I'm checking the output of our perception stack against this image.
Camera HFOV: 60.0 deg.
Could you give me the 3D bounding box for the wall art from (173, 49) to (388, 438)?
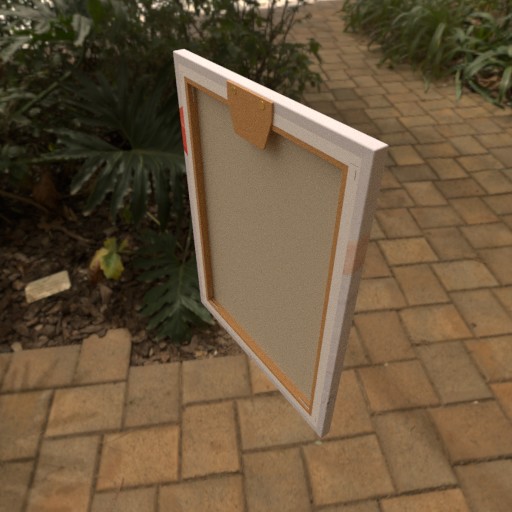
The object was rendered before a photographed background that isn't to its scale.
[{"bbox_3d":[0.000,0.000,1.351,0.045,1.014,0.759,-25,46,-27],"label":"wall art"}]
